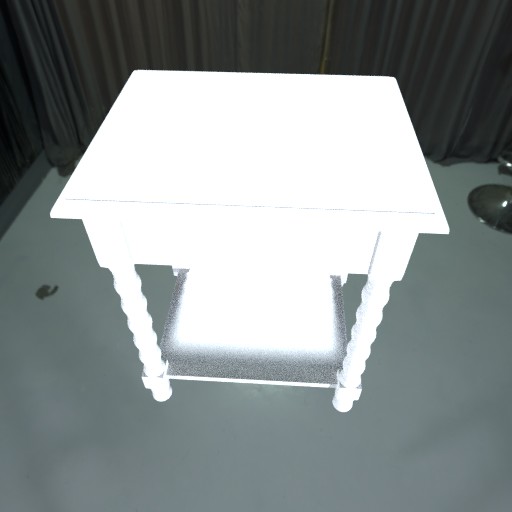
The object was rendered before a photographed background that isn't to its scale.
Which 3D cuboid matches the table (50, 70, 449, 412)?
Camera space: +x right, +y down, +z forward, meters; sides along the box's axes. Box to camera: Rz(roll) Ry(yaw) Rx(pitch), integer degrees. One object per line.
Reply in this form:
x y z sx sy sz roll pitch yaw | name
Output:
0.000 0.000 0.819 0.460 0.531 0.381 3 46 2 | table
